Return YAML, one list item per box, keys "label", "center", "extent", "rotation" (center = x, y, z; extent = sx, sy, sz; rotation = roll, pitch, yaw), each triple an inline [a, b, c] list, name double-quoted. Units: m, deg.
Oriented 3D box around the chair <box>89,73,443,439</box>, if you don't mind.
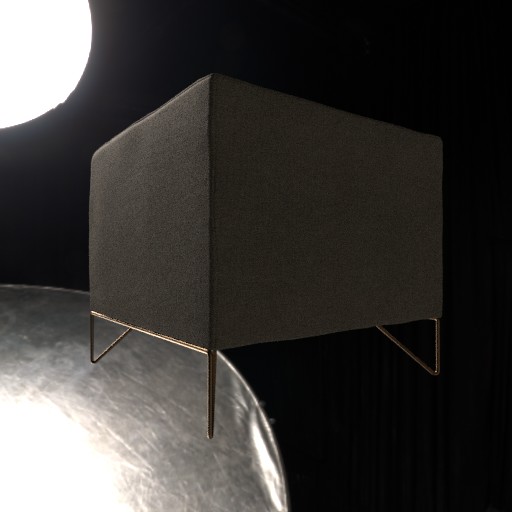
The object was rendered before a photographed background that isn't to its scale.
- label: "chair"
  center: [0.000, 0.000, 1.565]
  extent: [0.920, 0.799, 0.912]
  rotation: [0, 0, -37]
